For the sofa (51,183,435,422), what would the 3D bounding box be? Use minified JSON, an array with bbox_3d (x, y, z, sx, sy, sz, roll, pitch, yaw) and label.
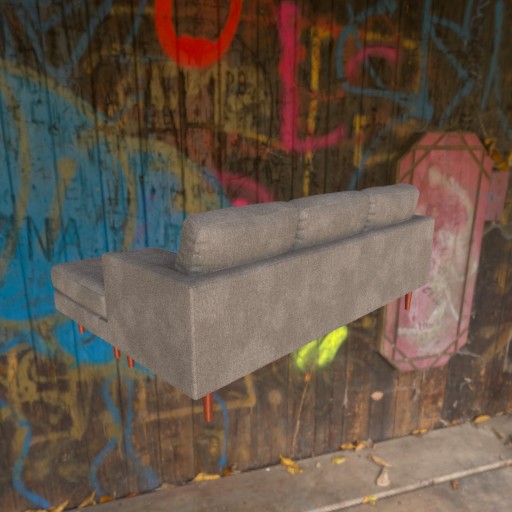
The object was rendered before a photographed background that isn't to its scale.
[{"bbox_3d":[0.000,0.000,3.054,2.233,0.956,1.504,-14,21,-43],"label":"sofa"}]
